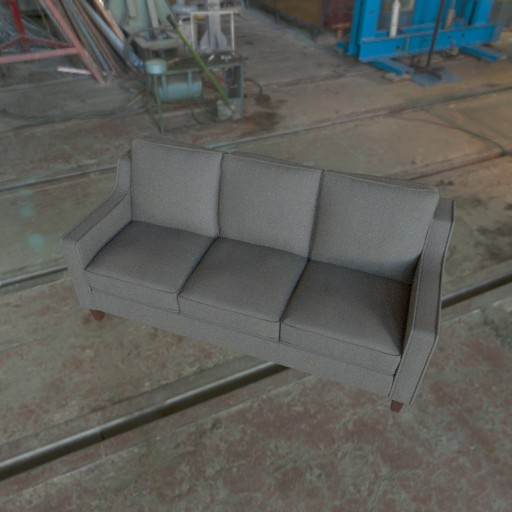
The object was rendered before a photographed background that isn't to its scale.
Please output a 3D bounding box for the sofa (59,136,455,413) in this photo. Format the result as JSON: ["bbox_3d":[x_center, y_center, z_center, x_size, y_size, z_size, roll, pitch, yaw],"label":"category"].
[{"bbox_3d":[0.000,0.000,2.569,1.986,0.974,0.911,13,42,15],"label":"sofa"}]
